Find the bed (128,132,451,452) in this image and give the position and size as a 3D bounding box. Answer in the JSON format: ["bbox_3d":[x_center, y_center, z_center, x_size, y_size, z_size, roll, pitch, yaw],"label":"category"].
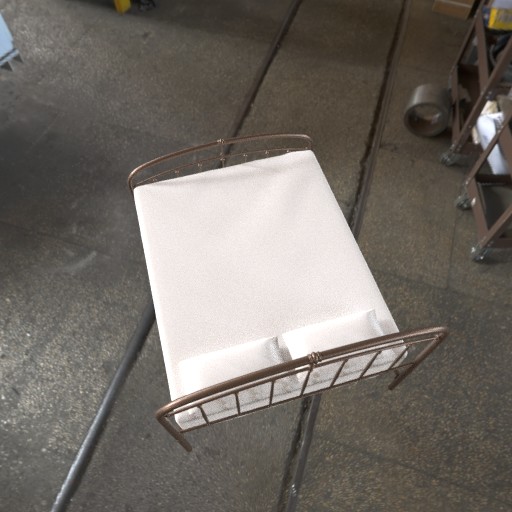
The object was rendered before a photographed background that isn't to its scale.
[{"bbox_3d":[0.000,0.000,3.323,1.711,1.475,2.168,-14,60,-8],"label":"bed"}]
